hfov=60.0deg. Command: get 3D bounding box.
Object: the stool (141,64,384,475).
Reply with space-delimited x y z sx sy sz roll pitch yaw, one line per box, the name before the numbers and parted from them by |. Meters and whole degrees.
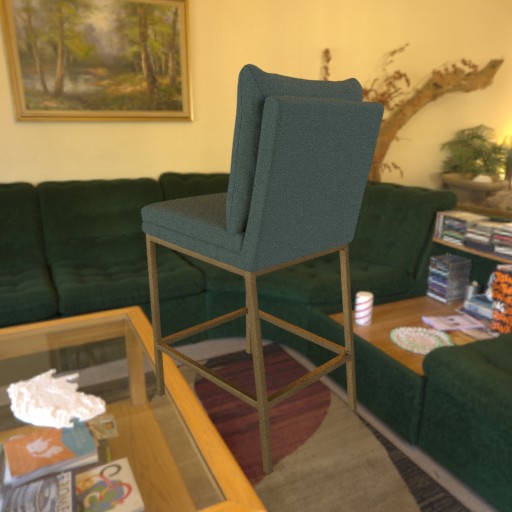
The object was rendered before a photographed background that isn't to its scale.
stool | 0.000 0.000 1.369 0.463 1.032 0.568 -15 22 -42
